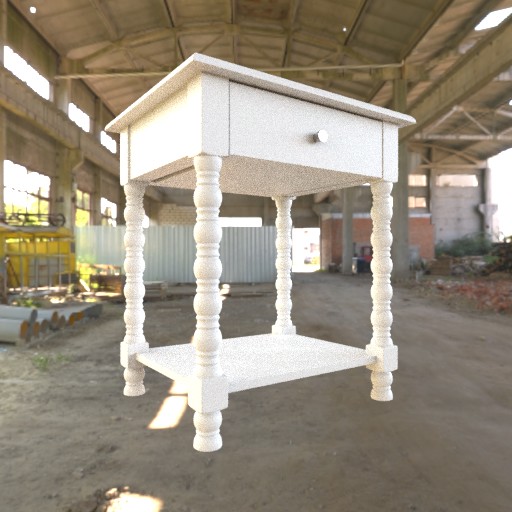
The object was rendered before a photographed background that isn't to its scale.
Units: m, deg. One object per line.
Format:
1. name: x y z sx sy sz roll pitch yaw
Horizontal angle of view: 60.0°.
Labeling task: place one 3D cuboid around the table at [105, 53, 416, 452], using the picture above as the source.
1. table: 0.000 0.000 0.846 0.460 0.531 0.381 0 0 -35
